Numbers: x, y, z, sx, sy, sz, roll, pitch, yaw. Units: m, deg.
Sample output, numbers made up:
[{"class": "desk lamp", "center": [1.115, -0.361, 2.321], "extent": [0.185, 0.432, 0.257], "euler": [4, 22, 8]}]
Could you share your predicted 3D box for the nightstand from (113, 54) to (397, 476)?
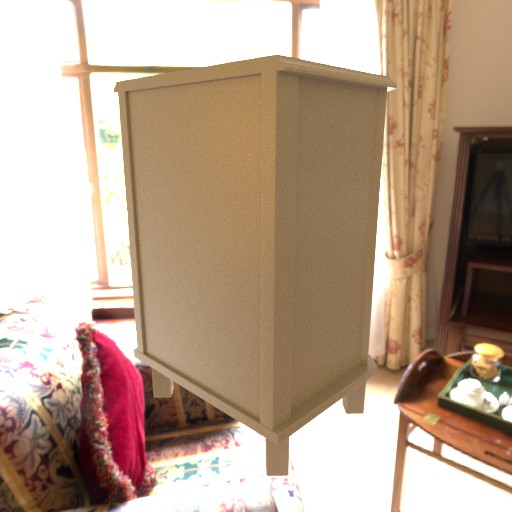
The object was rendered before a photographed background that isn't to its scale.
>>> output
[{"class": "nightstand", "center": [0.000, 0.000, 0.917], "extent": [0.435, 0.680, 0.348], "euler": [14, 20, 42]}]
